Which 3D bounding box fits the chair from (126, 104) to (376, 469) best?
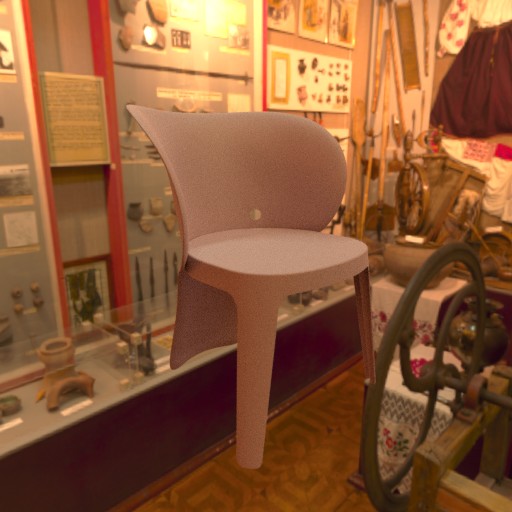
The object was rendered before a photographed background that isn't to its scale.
[{"bbox_3d":[0.000,0.000,0.859,0.451,0.554,0.402,-15,21,-43],"label":"chair"}]
